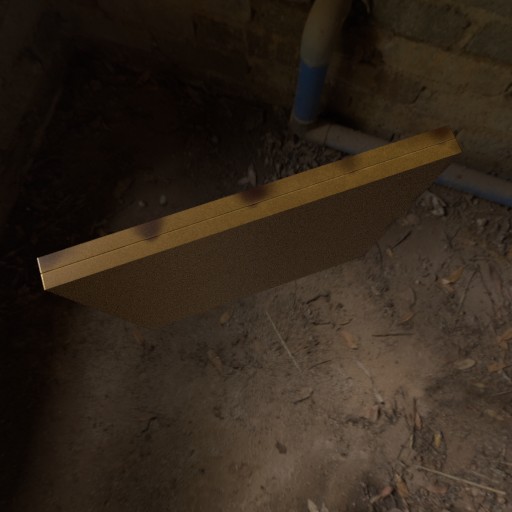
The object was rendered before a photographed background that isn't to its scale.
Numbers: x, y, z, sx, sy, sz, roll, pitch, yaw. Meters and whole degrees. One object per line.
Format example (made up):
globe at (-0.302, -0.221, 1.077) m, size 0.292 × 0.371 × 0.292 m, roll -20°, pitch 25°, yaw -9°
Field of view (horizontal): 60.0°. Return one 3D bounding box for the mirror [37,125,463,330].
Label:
mirror at (0.000, 0.000, 0.759) m, size 0.509 × 0.507 × 0.042 m, roll -19°, pitch 76°, yaw -5°
